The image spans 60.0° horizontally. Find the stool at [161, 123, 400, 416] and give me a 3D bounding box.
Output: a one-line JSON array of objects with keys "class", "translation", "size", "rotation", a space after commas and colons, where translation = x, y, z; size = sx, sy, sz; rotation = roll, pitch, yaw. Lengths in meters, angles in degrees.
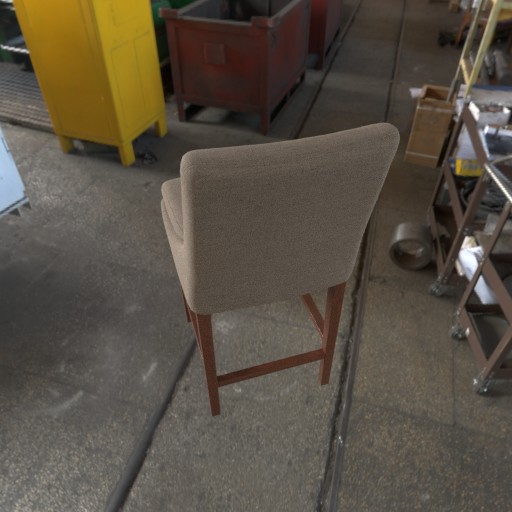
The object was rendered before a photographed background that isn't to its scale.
[{"class": "stool", "translation": [0.000, 0.000, 1.291], "size": [0.470, 0.981, 0.577], "rotation": [-12, 43, -13]}]
